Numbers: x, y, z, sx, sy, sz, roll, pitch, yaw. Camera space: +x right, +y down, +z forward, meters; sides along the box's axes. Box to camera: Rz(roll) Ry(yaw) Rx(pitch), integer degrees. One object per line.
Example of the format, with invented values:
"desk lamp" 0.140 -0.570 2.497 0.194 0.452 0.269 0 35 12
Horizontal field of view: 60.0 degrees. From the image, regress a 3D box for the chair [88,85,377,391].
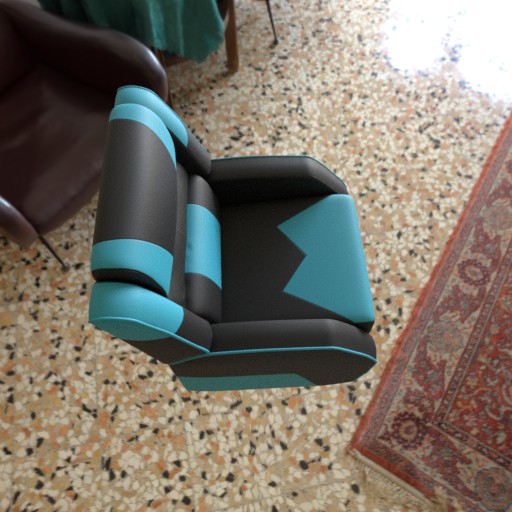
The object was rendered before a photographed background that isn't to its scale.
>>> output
"chair" 0.000 0.000 1.286 0.672 0.805 0.620 -3 63 -1
